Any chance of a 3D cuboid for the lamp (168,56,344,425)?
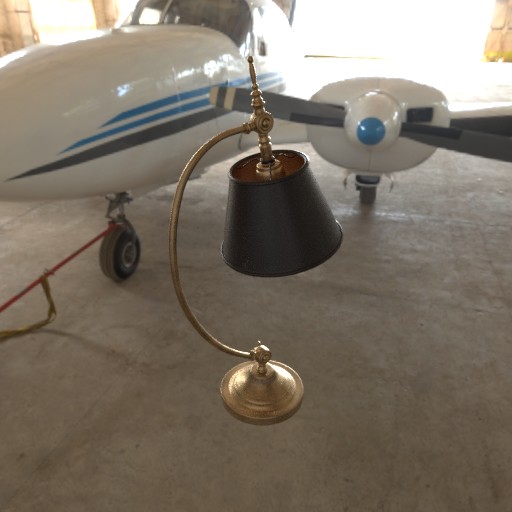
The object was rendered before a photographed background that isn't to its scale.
[{"bbox_3d":[0.000,0.000,0.820,0.344,0.675,0.235,-17,31,-31],"label":"lamp"}]
